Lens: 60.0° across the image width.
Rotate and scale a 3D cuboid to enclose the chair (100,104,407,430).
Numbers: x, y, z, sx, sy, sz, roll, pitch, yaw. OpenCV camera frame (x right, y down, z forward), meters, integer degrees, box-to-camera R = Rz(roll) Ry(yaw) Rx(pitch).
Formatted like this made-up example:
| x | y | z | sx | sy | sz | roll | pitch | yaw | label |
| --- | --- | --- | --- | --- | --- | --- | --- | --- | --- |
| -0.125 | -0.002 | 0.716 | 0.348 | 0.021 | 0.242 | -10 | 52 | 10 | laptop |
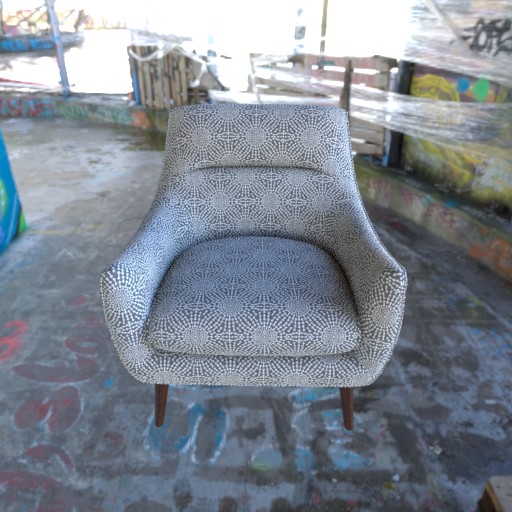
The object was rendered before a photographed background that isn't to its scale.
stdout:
| x | y | z | sx | sy | sz | roll | pitch | yaw | label |
| --- | --- | --- | --- | --- | --- | --- | --- | --- | --- |
| 0.000 | 0.000 | 1.461 | 0.762 | 0.838 | 0.787 | 1 | 30 | 1 | chair |
